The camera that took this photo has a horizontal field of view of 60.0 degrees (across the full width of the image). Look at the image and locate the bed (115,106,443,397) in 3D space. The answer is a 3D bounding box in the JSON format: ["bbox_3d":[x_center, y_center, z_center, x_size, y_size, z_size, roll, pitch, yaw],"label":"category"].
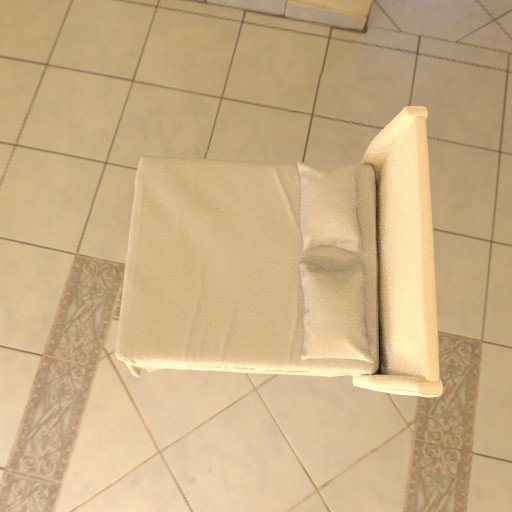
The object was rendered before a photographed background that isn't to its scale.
[{"bbox_3d":[0.000,0.000,3.433,2.276,1.332,1.925,3,76,1],"label":"bed"}]
